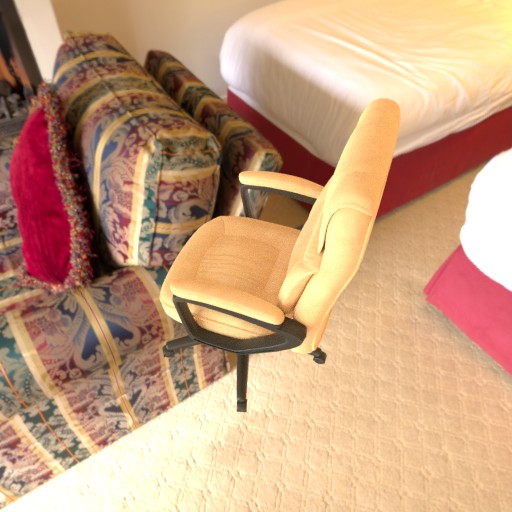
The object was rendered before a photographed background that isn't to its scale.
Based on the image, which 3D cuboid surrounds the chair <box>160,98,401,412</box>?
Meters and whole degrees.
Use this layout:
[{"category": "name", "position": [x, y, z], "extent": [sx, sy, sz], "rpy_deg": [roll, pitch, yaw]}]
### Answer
[{"category": "chair", "position": [0.000, 0.000, 1.550], "extent": [0.724, 1.105, 0.667], "rpy_deg": [15, 49, 13]}]
